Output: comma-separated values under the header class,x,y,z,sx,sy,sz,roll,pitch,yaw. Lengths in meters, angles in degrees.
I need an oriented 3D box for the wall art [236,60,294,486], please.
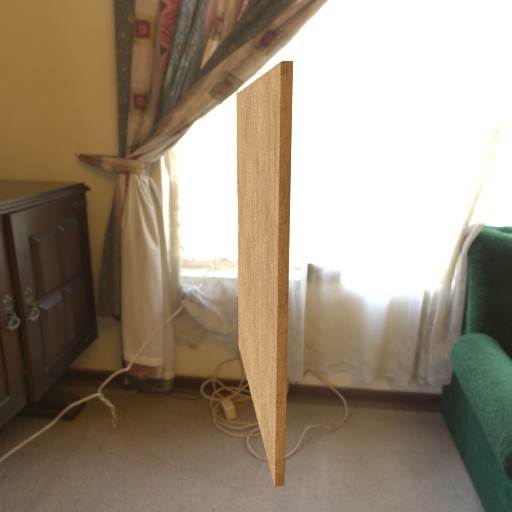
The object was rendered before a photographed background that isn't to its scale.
class,x,y,z,sx,sy,sz,roll,pitch,yaw
wall art,0.000,0.000,0.934,0.018,0.686,0.534,-2,16,-9
